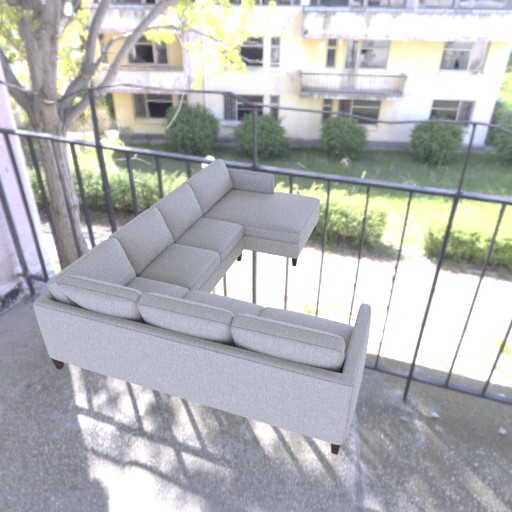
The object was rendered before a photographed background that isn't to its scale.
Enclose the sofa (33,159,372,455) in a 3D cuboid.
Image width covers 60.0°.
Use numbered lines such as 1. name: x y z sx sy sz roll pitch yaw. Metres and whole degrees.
1. sofa: 0.000 0.000 4.573 2.551 0.889 3.403 10 32 17
